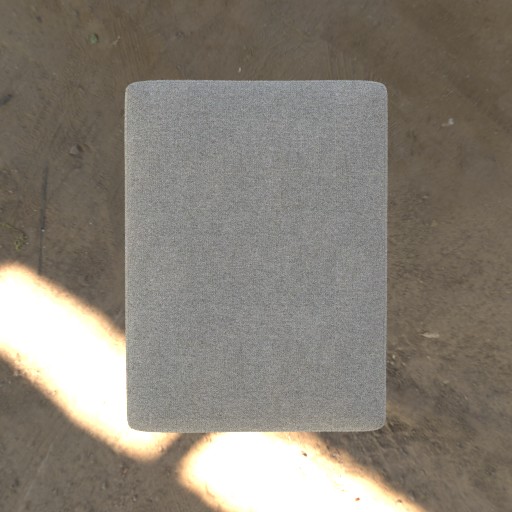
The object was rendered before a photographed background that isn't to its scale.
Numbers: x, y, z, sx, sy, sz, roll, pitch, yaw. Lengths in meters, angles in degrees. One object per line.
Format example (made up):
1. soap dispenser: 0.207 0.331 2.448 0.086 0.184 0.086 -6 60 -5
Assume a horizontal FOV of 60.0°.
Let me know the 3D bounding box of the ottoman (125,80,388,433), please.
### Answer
1. ottoman: 0.000 0.000 1.189 0.611 0.441 0.821 0 91 -1
